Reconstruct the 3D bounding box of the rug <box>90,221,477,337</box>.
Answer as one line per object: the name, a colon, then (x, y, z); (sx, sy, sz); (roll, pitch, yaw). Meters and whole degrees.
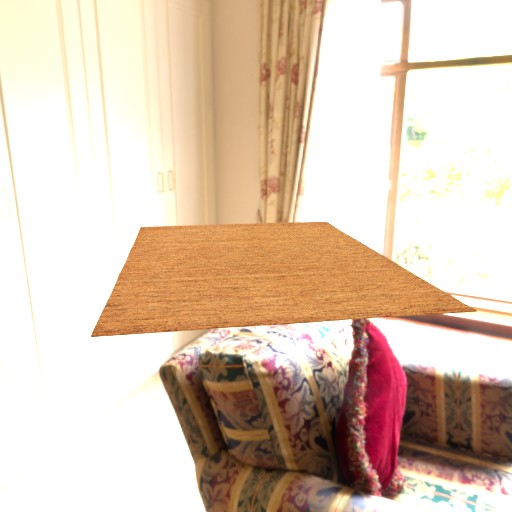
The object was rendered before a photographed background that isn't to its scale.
rug: (0.000, 0.000, 4.253); (2.438, 0.012, 3.200); (-2, 15, -9)
